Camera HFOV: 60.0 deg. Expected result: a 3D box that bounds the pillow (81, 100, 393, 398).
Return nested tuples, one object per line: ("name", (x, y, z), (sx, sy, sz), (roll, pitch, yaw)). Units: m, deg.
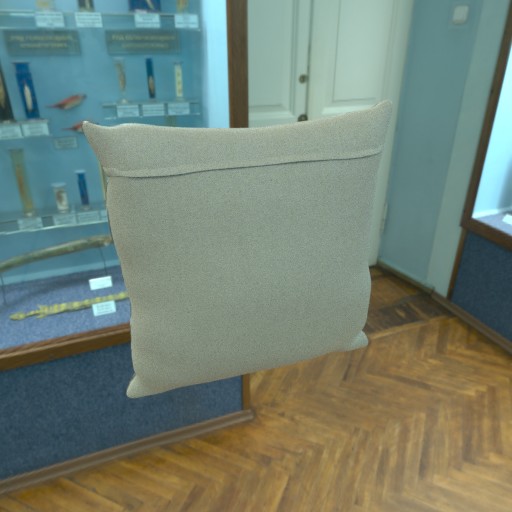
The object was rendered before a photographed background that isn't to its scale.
("pillow", (0.000, 0.000, 0.682), (0.440, 0.441, 0.182), (-9, 28, -17))
